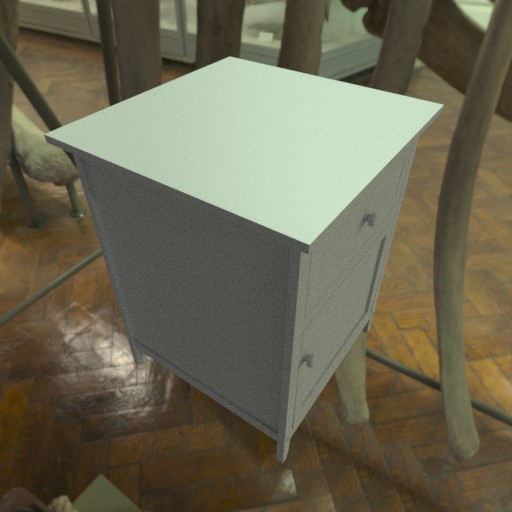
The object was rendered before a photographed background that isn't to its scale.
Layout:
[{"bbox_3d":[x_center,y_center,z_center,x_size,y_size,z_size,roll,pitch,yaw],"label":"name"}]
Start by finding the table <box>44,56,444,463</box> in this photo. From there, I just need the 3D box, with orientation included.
[{"bbox_3d":[0.000,0.000,0.746,0.381,0.483,0.381,25,46,26],"label":"table"}]
